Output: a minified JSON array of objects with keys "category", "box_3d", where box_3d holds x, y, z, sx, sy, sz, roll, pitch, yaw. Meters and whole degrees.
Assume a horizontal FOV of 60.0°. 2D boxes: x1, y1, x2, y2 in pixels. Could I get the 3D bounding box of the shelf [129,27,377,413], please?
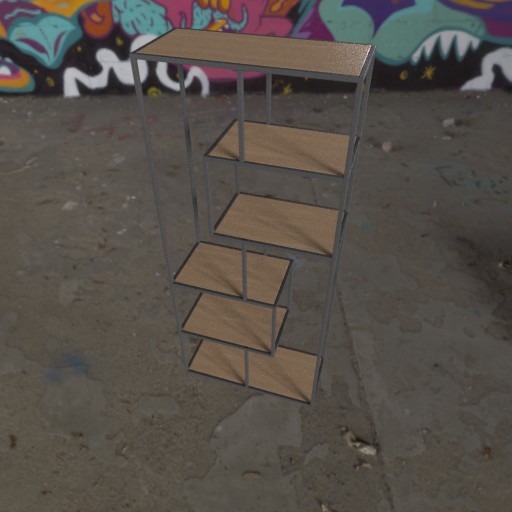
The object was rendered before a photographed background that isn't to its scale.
[{"category":"shelf","box_3d":[0.000,0.000,2.104,0.770,1.850,0.350,12,42,13]}]
